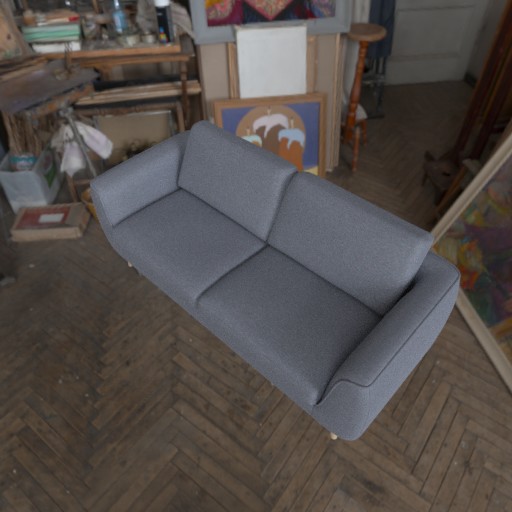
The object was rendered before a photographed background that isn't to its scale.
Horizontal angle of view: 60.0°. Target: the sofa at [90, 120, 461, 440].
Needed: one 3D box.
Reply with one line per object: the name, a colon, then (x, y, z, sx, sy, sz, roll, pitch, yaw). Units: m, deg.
sofa: (0.000, 0.000, 2.550, 2.000, 0.870, 0.920, 34, 54, 29)
